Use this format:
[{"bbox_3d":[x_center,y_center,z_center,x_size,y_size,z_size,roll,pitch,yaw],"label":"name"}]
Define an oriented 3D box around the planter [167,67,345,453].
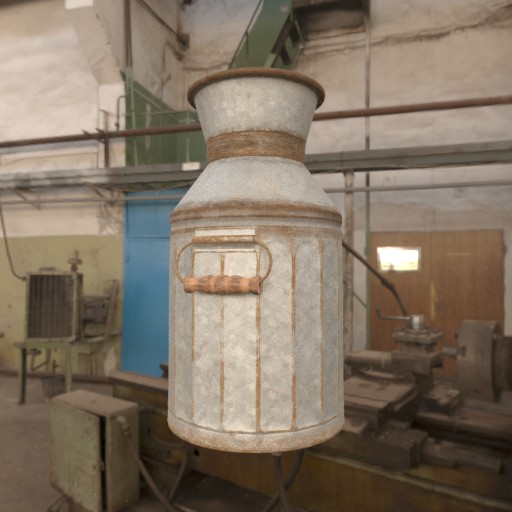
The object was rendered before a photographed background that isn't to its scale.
[{"bbox_3d":[0.000,0.000,0.547,0.214,0.396,0.245,0,-1,19],"label":"planter"}]
